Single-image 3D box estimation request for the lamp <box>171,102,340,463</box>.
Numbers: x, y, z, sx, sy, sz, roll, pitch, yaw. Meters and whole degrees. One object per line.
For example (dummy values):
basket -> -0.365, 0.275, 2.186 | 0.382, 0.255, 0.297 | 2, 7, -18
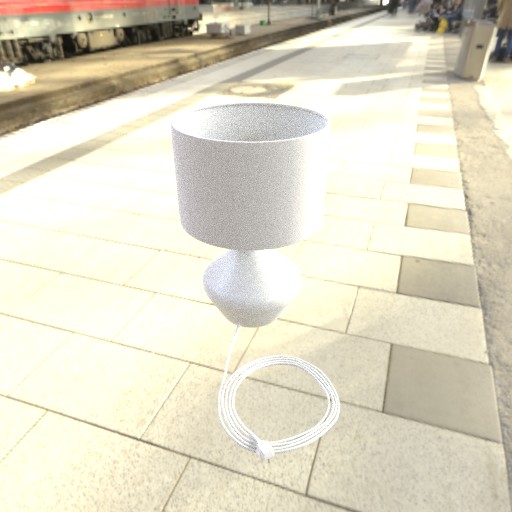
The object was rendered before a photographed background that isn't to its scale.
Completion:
lamp -> 0.000, 0.000, 0.857 | 0.401, 0.457, 0.546 | 9, 32, 15
